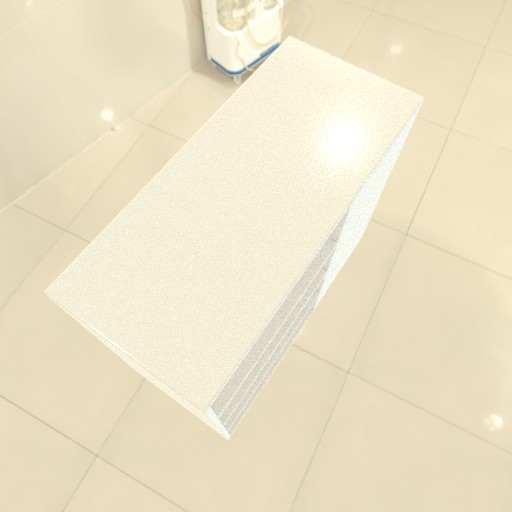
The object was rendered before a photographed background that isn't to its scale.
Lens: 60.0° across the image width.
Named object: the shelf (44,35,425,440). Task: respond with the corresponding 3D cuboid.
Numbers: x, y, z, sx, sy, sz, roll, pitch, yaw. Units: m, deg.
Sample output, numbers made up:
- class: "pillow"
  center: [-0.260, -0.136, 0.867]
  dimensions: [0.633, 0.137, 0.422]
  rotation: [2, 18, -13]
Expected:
- class: "shelf"
  center: [0.000, 0.000, 1.306]
  dimensions: [0.396, 0.732, 0.895]
  rotation: [32, 68, 14]
